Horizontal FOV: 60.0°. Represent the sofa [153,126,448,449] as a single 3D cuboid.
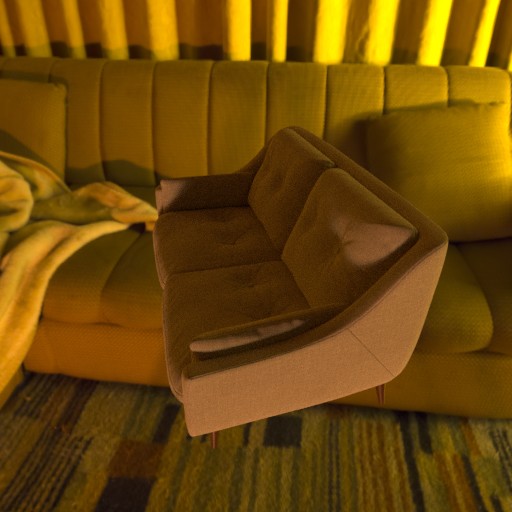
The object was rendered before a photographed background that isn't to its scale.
[{"bbox_3d":[0.000,0.000,2.163,0.965,0.888,1.652,-7,31,-12],"label":"sofa"}]
